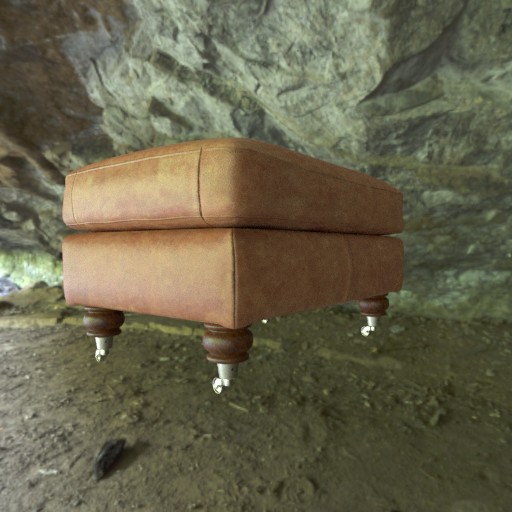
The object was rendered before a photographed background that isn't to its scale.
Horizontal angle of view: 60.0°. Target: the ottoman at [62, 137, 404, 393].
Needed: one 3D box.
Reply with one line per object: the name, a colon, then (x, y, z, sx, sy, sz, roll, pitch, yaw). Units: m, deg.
ottoman: (0.000, 0.000, 1.210, 0.565, 0.507, 0.852, 1, 1, 37)
